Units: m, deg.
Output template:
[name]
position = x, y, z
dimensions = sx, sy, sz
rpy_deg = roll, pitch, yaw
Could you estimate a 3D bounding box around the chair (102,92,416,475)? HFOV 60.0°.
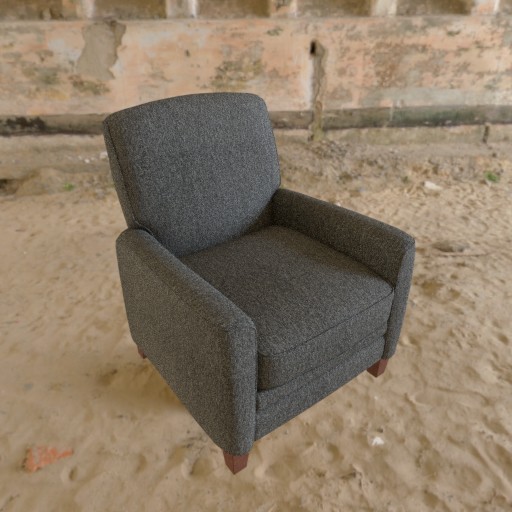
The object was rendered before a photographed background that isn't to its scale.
[chair]
position = 0.000, 0.000, 1.612
dimensions = 0.848, 1.014, 0.864
rpy_deg = -21, 36, -32
